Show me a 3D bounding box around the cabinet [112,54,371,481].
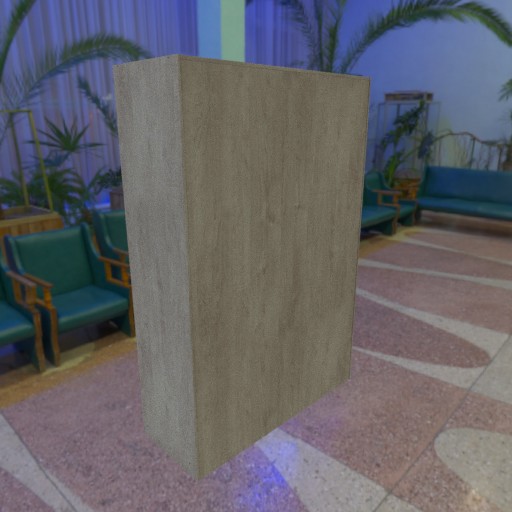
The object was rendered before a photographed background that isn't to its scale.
[{"bbox_3d":[0.000,0.000,2.482,1.290,1.910,0.510,-16,23,-42],"label":"cabinet"}]
